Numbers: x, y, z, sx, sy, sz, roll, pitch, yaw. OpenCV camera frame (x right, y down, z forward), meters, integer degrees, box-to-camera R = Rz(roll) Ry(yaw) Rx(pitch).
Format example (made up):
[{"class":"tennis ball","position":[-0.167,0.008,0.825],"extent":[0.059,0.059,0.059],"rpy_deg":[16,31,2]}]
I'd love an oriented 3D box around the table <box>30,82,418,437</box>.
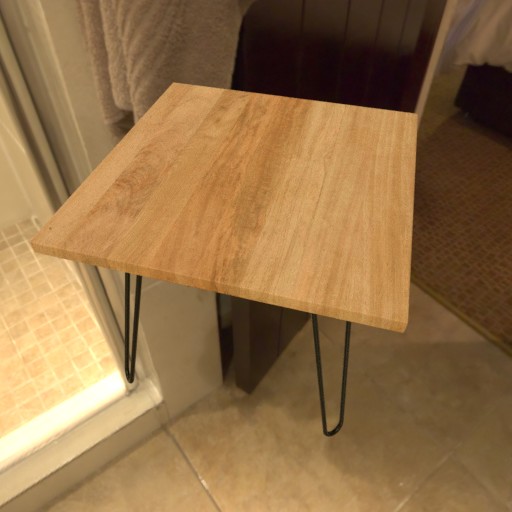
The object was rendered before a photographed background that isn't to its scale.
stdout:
[{"class":"table","position":[0.000,0.000,1.042],"extent":[0.599,0.500,0.599],"rpy_deg":[11,47,11]}]
